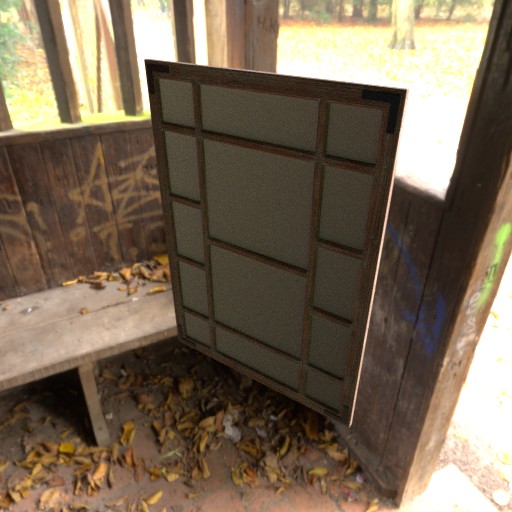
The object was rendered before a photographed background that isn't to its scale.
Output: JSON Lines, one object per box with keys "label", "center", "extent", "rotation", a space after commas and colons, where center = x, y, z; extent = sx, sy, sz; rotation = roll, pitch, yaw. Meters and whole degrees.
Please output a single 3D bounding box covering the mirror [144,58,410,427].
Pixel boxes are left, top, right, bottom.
{"label": "mirror", "center": [0.000, 0.000, 1.278], "extent": [0.705, 0.996, 0.025], "rotation": [19, 37, 28]}
